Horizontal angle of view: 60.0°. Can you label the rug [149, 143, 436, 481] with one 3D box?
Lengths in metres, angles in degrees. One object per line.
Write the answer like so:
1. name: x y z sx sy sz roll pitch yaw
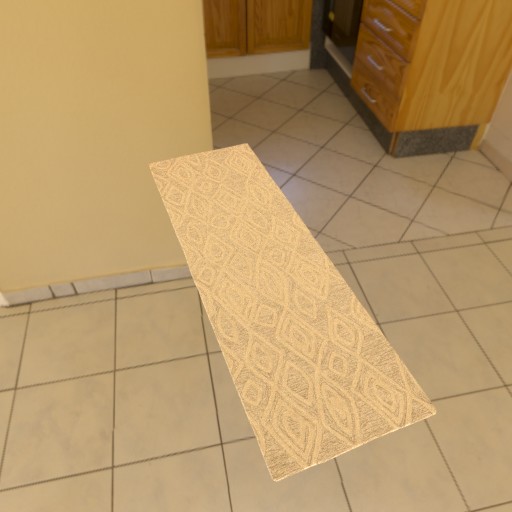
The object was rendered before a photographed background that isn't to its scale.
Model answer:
1. rug: 0.000 0.000 2.676 0.807 0.013 2.436 -16 47 -15
